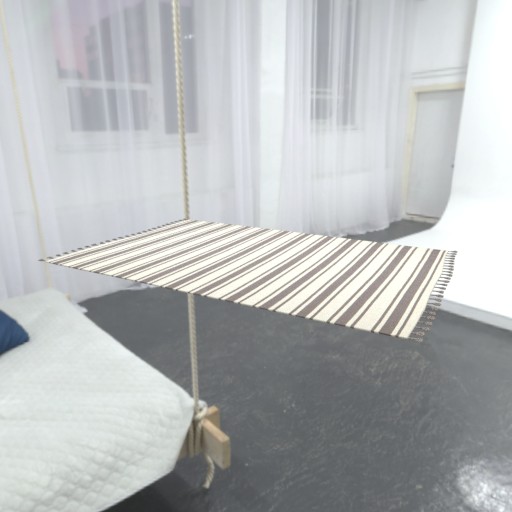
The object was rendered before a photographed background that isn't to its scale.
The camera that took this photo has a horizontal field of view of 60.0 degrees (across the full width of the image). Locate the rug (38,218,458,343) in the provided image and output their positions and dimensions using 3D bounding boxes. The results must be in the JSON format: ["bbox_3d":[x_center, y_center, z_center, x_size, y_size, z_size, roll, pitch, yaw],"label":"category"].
[{"bbox_3d":[0.000,0.000,3.004,2.425,0.014,1.563,9,18,28],"label":"rug"}]
